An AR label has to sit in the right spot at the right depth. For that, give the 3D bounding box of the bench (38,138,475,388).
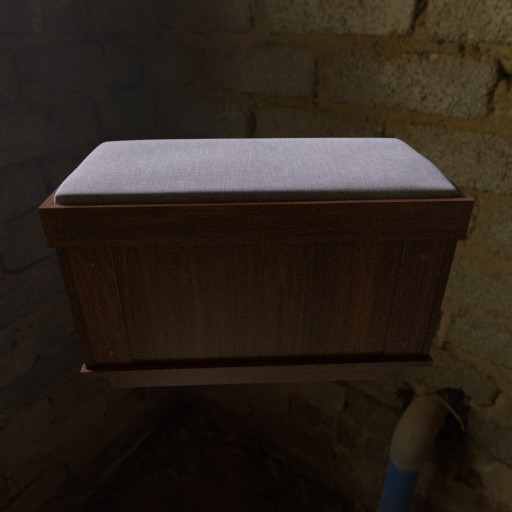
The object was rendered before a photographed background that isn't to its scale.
[{"bbox_3d":[0.000,0.000,0.999,0.734,0.461,0.362,-1,30,-2],"label":"bench"}]
